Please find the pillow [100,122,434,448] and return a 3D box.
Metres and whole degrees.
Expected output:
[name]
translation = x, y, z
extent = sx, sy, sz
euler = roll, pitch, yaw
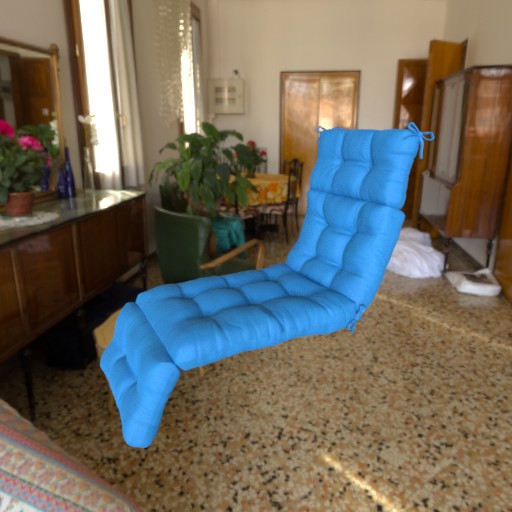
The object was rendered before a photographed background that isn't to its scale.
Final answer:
[pillow]
translation = 0.000, 0.000, 1.490
extent = 1.016, 0.863, 0.526
euler = -8, 18, -26
